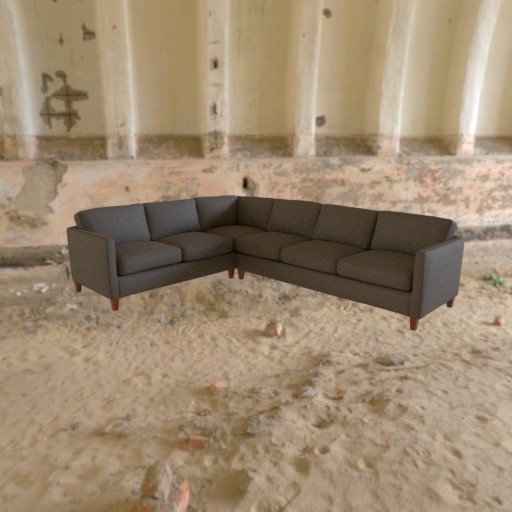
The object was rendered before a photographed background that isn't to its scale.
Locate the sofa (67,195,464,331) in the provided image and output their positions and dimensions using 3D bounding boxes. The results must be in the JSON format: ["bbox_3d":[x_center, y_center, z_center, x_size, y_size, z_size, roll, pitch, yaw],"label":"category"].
[{"bbox_3d":[0.000,0.000,4.604,3.302,0.947,2.593,13,19,43],"label":"sofa"}]
